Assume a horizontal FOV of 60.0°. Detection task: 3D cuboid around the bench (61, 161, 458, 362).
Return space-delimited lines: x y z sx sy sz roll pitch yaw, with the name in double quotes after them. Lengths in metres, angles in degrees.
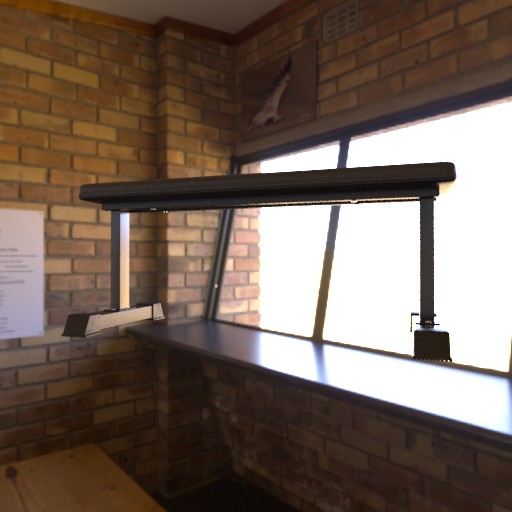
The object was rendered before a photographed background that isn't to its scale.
0.000 0.000 1.301 1.072 0.453 0.439 0 -1 18 "bench"
